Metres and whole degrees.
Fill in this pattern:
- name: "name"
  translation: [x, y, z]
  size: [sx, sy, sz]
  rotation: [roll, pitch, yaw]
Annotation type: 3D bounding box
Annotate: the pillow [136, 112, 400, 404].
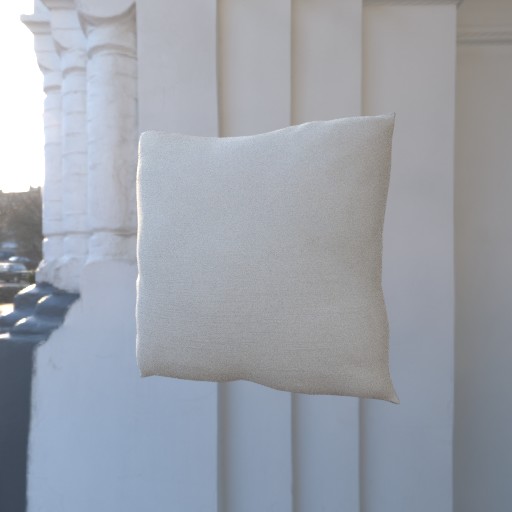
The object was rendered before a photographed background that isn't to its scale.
- name: "pillow"
  translation: [0.000, 0.000, 0.732]
  size: [0.450, 0.448, 0.245]
  rotation: [0, 0, 18]
